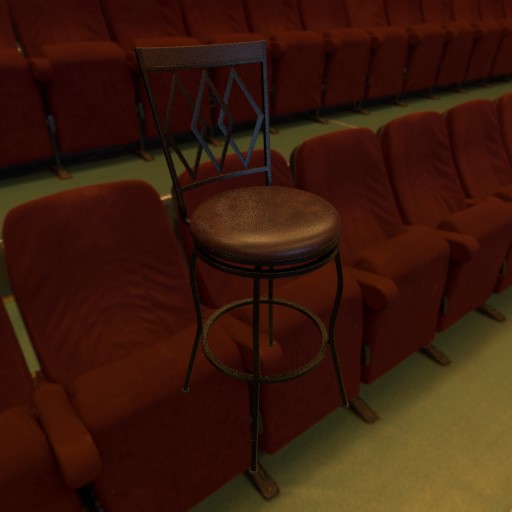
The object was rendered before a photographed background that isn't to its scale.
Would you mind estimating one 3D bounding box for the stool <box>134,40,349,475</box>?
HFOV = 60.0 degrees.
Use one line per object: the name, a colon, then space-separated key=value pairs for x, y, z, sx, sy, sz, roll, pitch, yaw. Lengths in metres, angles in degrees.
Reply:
stool: x=0.000 y=0.000 z=1.338 sx=0.432 sy=1.134 sz=0.521 roll=-21 pitch=36 yaw=-32
